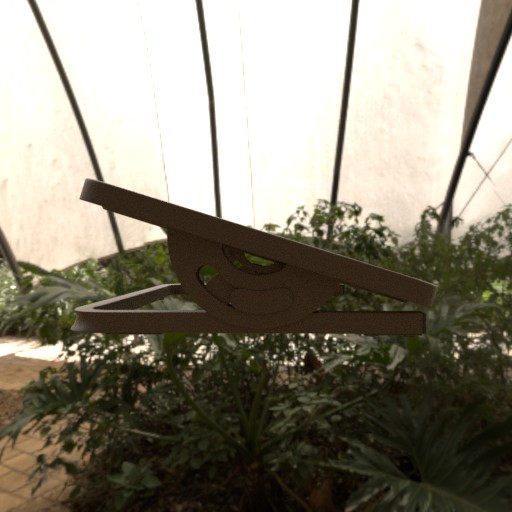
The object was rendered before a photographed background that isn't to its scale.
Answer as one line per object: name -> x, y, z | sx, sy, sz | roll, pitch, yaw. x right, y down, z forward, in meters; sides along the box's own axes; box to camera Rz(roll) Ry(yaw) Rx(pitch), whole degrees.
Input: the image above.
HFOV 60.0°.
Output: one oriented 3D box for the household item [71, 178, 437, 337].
household item -> 0.000, 0.000, 0.529 | 0.301, 0.126, 0.390 | 0, 0, 1
